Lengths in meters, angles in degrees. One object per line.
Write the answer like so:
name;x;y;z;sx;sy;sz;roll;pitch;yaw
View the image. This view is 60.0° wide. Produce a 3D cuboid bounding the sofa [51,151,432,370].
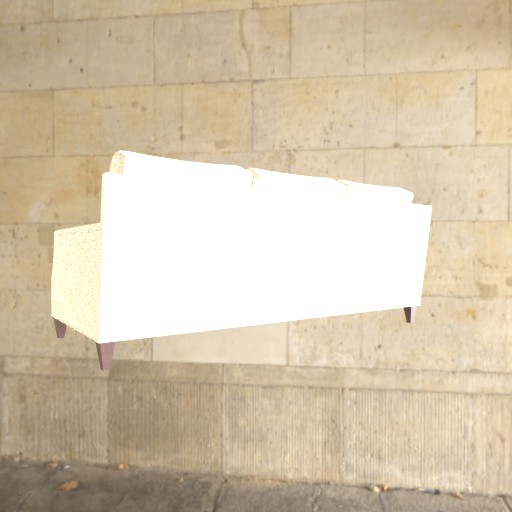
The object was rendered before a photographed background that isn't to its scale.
sofa;0.000;0.000;2.802;2.210;0.940;1.041;0;1;-36
